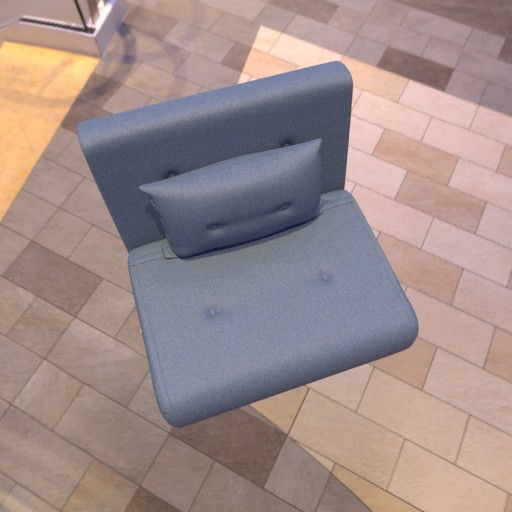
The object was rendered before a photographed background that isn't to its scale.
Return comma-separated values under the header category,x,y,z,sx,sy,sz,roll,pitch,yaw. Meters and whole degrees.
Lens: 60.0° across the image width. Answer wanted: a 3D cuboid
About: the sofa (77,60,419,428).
category,x,y,z,sx,sy,sz,roll,pitch,yaw
sofa,0.000,0.000,1.732,0.999,0.860,0.996,-17,65,-8
